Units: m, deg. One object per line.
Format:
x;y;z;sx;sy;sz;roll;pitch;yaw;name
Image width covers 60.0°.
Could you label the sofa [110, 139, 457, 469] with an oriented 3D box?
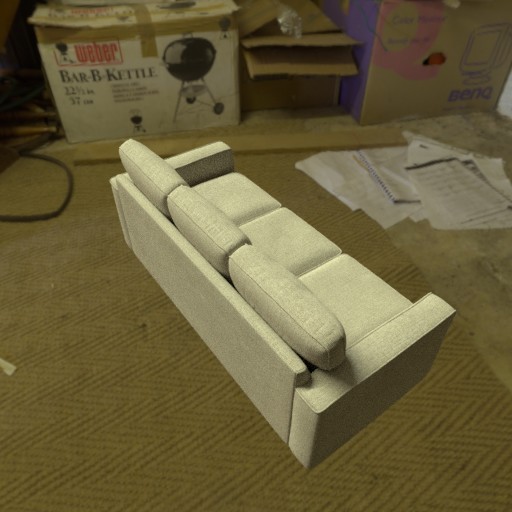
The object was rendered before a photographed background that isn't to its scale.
0.000;0.000;2.697;0.939;0.965;2.133;-27;49;-26;sofa
